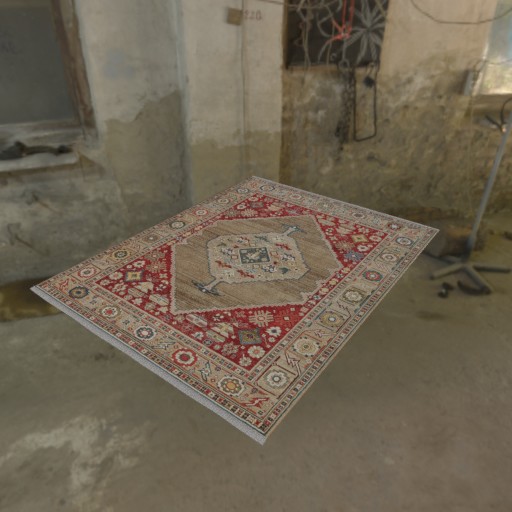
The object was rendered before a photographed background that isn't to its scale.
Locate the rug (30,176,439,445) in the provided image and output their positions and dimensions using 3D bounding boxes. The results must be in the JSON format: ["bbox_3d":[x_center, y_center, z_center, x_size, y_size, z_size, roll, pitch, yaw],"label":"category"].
[{"bbox_3d":[0.000,0.000,4.182,2.451,0.008,3.143,22,38,30],"label":"rug"}]
